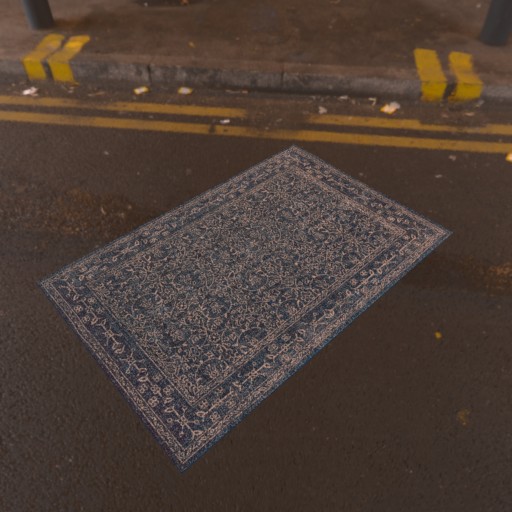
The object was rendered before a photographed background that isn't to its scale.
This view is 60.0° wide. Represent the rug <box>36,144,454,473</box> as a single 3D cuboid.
[{"bbox_3d":[0.000,0.000,2.284,1.819,0.005,1.200,-34,55,-28],"label":"rug"}]
